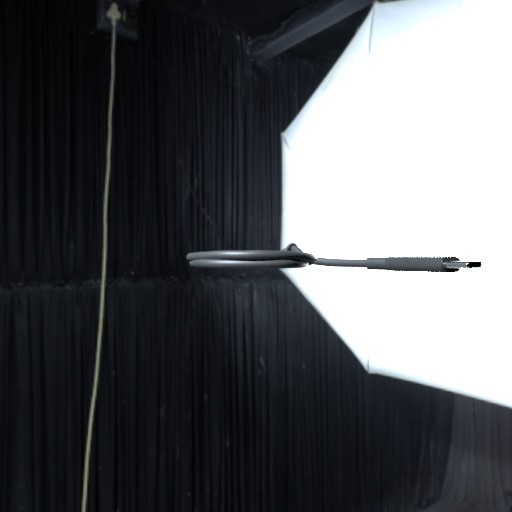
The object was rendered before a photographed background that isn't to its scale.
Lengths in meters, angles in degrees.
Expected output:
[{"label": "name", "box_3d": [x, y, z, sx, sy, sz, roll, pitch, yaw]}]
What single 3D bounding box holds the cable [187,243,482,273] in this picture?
[{"label": "cable", "box_3d": [0.000, 0.000, 0.221, 0.070, 0.014, 0.192, 0, 0, -37]}]
